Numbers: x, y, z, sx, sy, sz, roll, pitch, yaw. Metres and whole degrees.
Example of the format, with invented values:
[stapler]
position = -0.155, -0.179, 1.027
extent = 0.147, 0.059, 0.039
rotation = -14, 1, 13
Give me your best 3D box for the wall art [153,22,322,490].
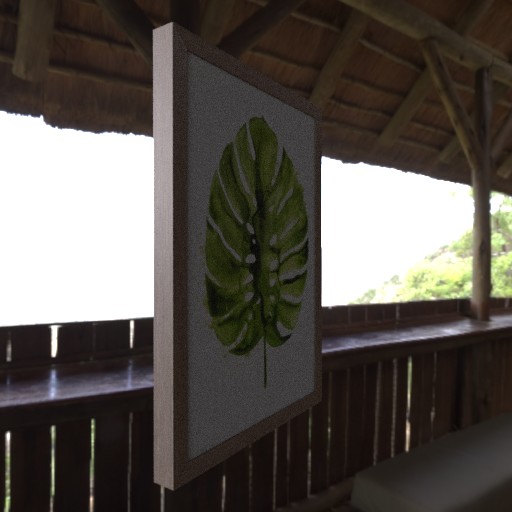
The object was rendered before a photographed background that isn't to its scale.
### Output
[wall art]
position = 0.000, 0.000, 0.637
extent = 0.032, 0.510, 0.358
rotation = 0, 1, 35
